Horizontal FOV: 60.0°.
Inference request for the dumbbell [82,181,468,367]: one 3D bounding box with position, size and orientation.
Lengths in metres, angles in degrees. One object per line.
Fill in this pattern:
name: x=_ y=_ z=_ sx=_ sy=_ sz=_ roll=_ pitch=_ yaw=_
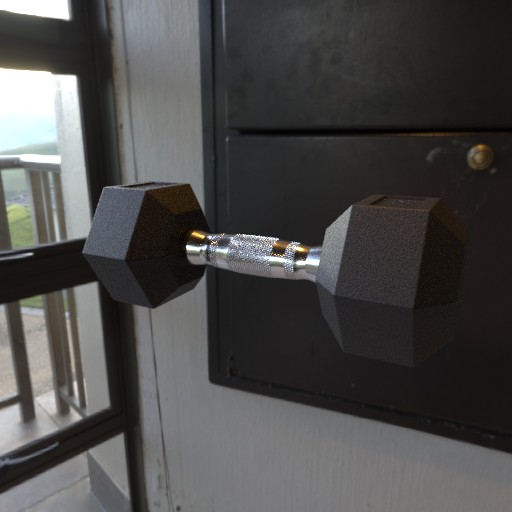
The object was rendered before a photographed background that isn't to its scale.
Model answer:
dumbbell: x=0.000 y=0.000 z=0.321 sx=0.272 sy=0.092 sz=0.106 roll=8 pitch=17 yaw=27
